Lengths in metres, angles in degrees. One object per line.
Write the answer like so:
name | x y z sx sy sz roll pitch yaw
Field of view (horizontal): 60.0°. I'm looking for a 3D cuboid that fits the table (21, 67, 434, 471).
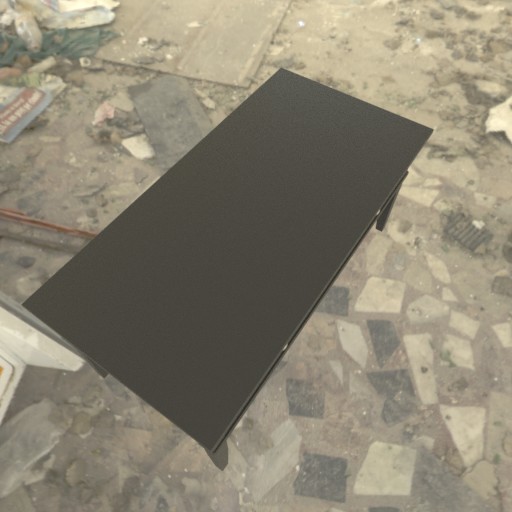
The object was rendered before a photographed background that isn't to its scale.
table | 0.000 0.000 1.314 0.523 0.470 1.044 30 62 18
